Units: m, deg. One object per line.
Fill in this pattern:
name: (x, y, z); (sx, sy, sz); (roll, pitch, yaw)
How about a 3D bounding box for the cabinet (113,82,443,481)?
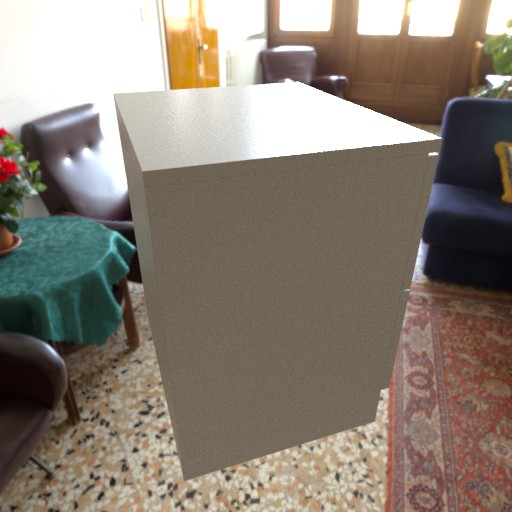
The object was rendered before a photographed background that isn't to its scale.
cabinet: (0.000, 0.000, 0.738); (0.360, 0.470, 0.400); (-10, 32, -16)
